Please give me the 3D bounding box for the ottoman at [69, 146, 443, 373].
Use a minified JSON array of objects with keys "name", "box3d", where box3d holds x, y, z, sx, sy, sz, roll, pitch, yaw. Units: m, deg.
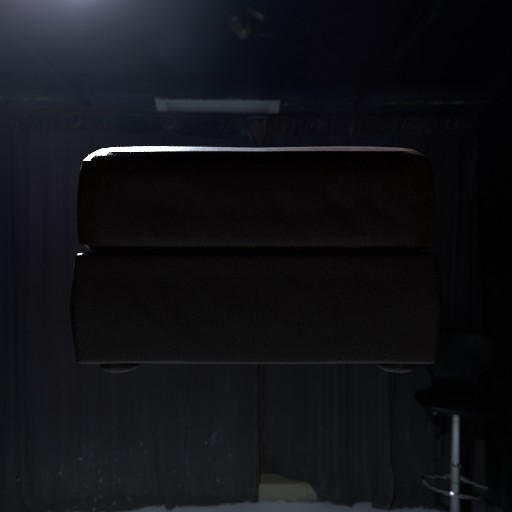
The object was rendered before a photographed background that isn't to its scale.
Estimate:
[{"name":"ottoman","box3d":[0.000,0.000,1.150,0.751,0.476,0.603,0,1,0]}]
